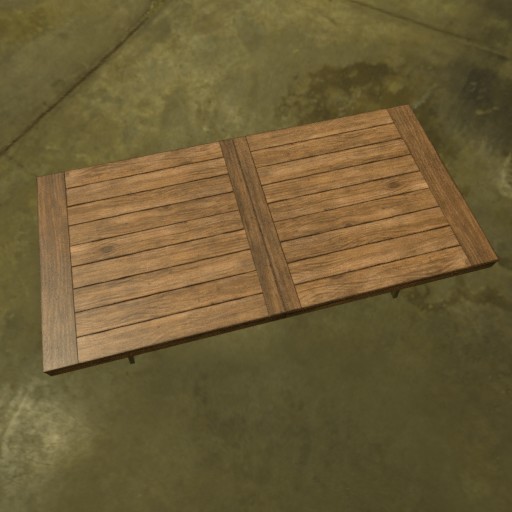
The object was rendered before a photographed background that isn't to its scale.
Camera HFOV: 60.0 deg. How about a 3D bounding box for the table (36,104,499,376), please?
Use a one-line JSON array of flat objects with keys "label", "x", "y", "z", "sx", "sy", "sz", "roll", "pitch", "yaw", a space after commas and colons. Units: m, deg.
[{"label": "table", "x": 0.000, "y": 0.000, "z": 2.293, "sx": 1.867, "sy": 0.757, "sz": 0.931, "roll": -13, "pitch": 63, "yaw": -7}]
